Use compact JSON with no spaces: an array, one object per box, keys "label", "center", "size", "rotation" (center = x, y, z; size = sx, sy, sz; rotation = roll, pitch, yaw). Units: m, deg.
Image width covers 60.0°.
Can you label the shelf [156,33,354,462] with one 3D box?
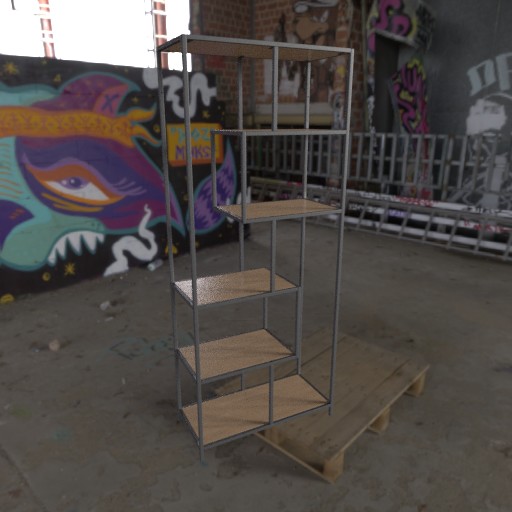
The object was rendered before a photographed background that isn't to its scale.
[{"label":"shelf","center":[0.000,0.000,2.155],"size":[0.770,1.850,0.350],"rotation":[-8,19,-26]}]
